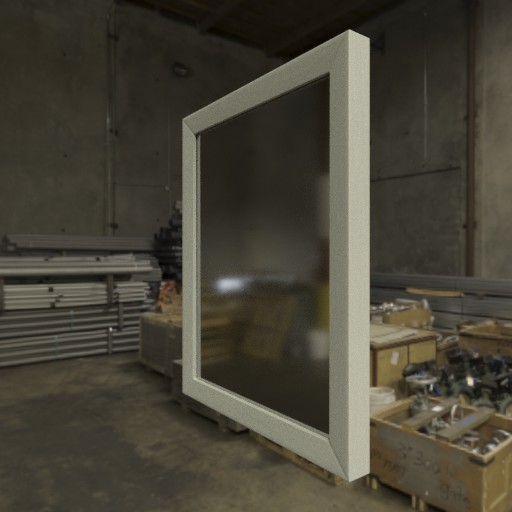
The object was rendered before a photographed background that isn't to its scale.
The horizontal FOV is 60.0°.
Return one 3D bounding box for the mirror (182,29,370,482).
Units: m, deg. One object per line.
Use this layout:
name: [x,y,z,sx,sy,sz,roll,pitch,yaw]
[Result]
mirror: [0.000,0.000,0.671,0.041,0.508,0.405,0,0,-36]
